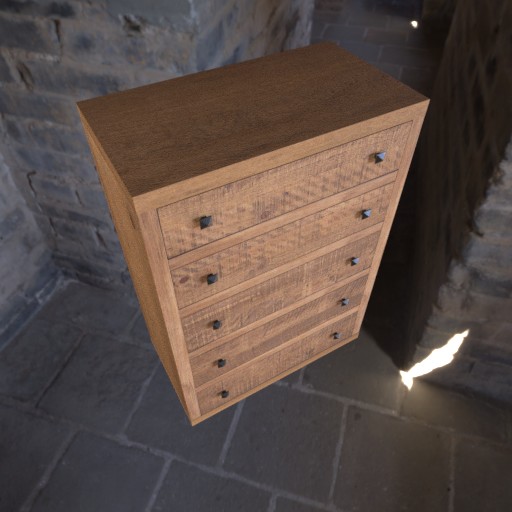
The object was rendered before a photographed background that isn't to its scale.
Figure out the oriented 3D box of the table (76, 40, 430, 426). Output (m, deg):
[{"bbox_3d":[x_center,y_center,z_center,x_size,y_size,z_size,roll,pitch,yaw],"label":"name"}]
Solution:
[{"bbox_3d":[0.000,0.000,1.749,0.901,1.294,0.524,-23,51,-20],"label":"table"}]
